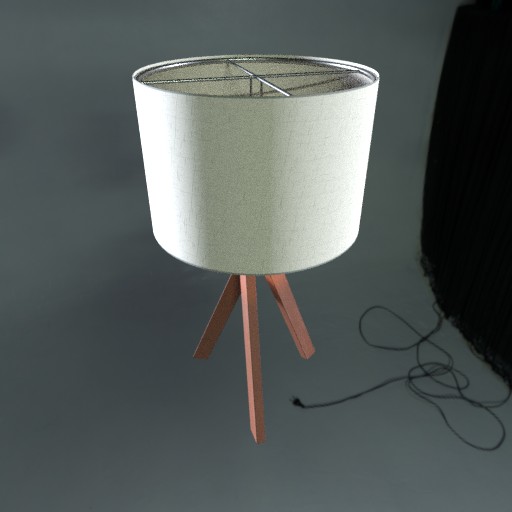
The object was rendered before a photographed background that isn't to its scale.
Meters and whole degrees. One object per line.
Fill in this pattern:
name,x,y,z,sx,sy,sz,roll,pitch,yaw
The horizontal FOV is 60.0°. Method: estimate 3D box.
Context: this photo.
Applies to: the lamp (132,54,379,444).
lamp,0.000,0.000,0.878,0.380,0.686,0.380,-9,33,-15
